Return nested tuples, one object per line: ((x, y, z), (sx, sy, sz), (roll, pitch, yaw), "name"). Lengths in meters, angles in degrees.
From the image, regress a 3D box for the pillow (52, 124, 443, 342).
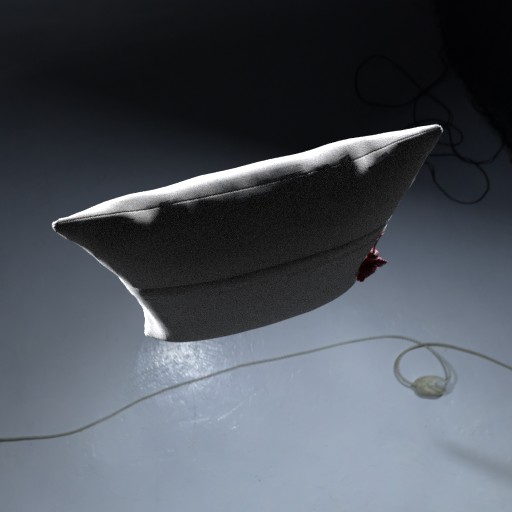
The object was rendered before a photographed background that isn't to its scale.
((0.000, 0.000, 0.668), (0.433, 0.436, 0.173), (-16, 65, -8), "pillow")
